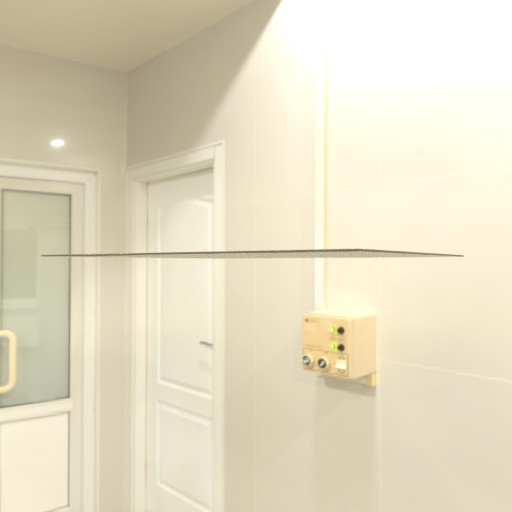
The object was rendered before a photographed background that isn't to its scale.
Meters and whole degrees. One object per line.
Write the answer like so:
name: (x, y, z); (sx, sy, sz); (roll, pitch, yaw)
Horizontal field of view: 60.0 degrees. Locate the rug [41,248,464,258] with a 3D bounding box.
rug: (0.000, 0.000, 3.859); (2.895, 0.018, 2.288); (-1, -1, 36)
